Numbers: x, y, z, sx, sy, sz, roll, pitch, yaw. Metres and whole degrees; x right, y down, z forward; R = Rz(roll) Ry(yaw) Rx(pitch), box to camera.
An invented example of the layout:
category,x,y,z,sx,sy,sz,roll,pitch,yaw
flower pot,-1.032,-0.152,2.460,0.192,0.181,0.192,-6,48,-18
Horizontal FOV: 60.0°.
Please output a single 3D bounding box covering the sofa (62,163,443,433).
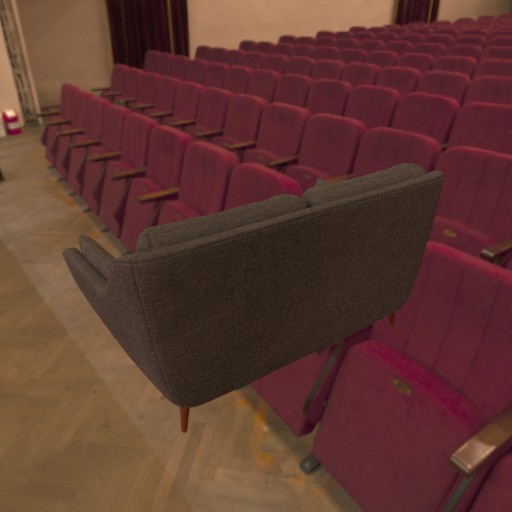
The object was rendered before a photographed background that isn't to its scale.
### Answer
category,x,y,z,sx,sy,sz,roll,pitch,yaw
sofa,0.000,0.000,2.222,1.646,0.887,0.976,-18,33,-29
